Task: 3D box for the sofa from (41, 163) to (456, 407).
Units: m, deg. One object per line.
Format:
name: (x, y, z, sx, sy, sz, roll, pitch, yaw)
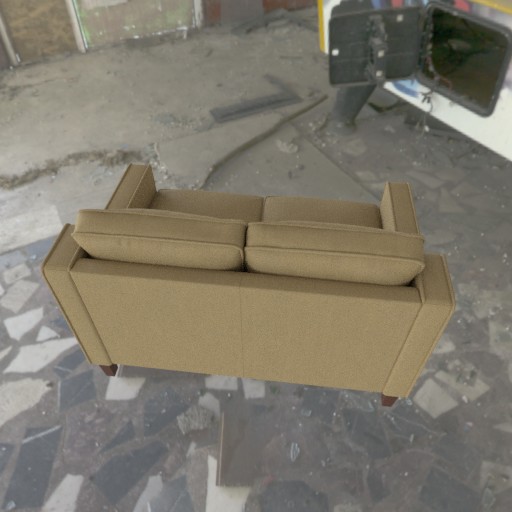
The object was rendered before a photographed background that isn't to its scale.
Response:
sofa: (0.000, 0.000, 2.154, 1.501, 0.971, 0.987, 5, 46, 5)
